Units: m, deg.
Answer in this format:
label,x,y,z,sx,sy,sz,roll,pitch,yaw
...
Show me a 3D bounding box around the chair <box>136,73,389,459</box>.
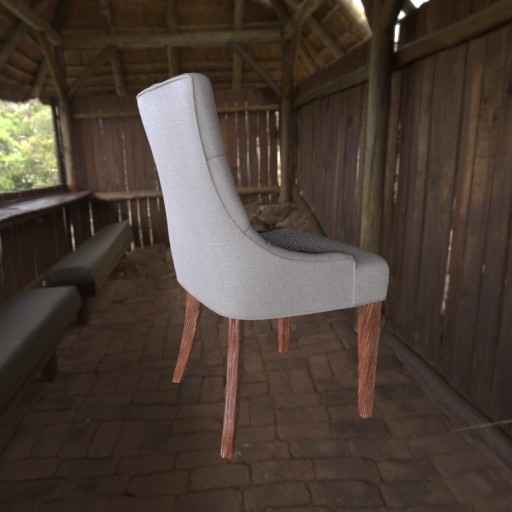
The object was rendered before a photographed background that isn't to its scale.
label,x,y,z,sx,sy,sz,roll,pitch,yaw
chair,0.000,0.000,1.232,0.565,0.874,0.509,-7,15,-26
